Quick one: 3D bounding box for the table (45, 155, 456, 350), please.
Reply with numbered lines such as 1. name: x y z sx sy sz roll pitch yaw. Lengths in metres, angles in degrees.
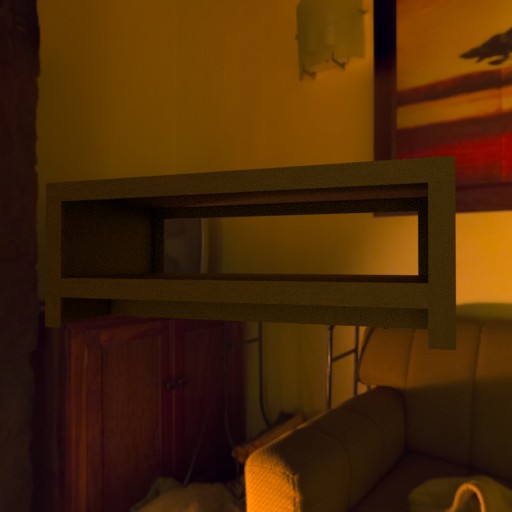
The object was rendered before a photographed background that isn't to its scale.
1. table: 0.000 0.000 1.408 1.099 0.424 0.597 0 -1 18
